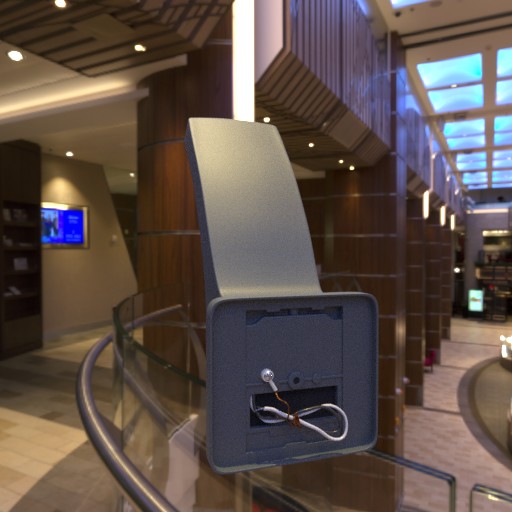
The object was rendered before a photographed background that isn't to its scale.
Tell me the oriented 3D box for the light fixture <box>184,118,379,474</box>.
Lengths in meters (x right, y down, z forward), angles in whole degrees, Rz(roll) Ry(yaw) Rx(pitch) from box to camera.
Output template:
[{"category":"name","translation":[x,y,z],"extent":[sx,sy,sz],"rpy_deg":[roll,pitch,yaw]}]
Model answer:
[{"category":"light fixture","translation":[0.000,0.000,0.339],"extent":[0.108,0.243,0.174],"rpy_deg":[0,1,-18]}]
